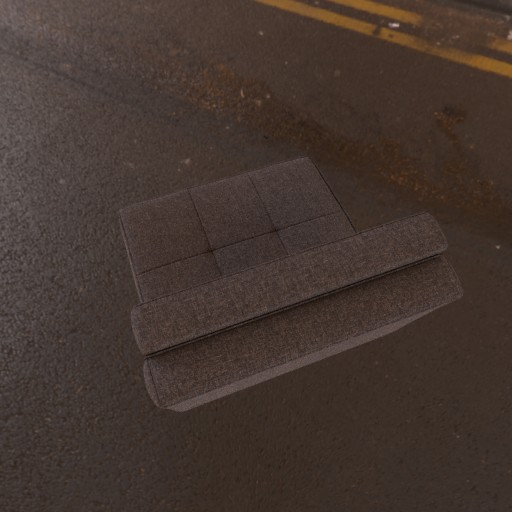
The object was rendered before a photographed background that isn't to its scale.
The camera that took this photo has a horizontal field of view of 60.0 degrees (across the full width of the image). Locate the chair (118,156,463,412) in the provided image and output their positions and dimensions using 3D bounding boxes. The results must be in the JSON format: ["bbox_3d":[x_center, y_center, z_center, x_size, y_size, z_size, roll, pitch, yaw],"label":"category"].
[{"bbox_3d":[0.000,0.000,1.323,0.740,0.615,0.800,-18,60,-11],"label":"chair"}]
